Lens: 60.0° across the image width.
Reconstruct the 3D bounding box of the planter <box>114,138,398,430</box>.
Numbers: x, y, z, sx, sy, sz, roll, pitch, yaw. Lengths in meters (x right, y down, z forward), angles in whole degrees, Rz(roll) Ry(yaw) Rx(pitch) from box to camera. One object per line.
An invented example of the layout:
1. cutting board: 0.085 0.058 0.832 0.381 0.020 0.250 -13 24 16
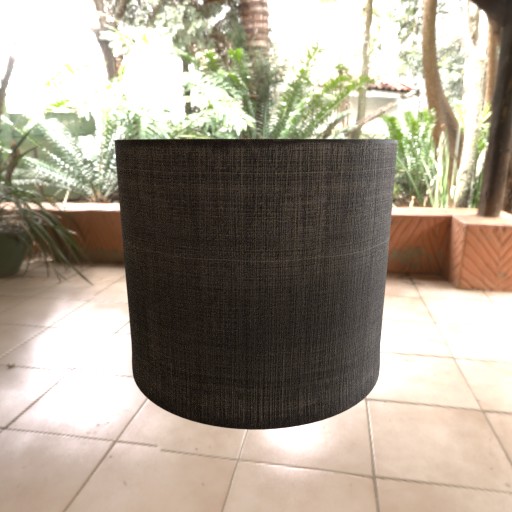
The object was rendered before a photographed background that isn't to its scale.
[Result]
1. planter: 0.000 0.000 0.311 0.178 0.157 0.178 0 14 0
